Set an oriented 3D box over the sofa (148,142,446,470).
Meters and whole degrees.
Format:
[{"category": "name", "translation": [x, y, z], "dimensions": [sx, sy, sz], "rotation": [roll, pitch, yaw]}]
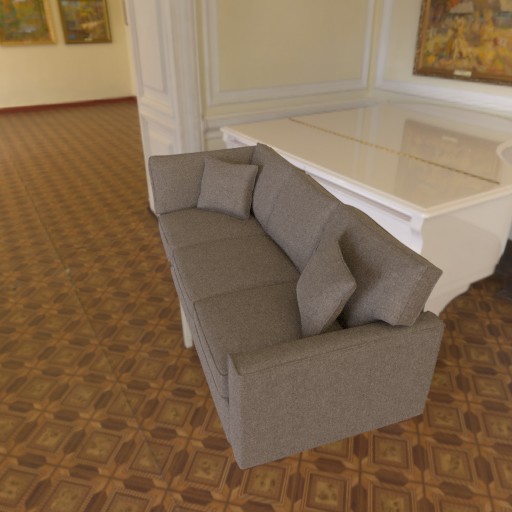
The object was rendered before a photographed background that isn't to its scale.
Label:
[{"category": "sofa", "translation": [0.000, 0.000, 2.886], "dimensions": [1.061, 0.962, 2.317], "rotation": [-9, 30, -17]}]
